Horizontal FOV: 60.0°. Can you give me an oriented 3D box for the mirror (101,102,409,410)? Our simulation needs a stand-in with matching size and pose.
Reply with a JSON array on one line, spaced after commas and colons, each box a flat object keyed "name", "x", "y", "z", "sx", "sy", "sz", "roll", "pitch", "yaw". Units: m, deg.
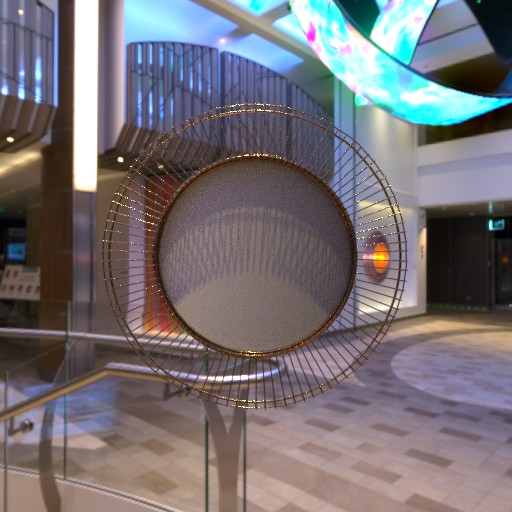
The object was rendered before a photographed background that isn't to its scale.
[{"name": "mirror", "x": 0.000, "y": 0.000, "z": 1.042, "sx": 0.703, "sy": 0.703, "sz": 0.067, "roll": 0, "pitch": -1, "yaw": -2}]
